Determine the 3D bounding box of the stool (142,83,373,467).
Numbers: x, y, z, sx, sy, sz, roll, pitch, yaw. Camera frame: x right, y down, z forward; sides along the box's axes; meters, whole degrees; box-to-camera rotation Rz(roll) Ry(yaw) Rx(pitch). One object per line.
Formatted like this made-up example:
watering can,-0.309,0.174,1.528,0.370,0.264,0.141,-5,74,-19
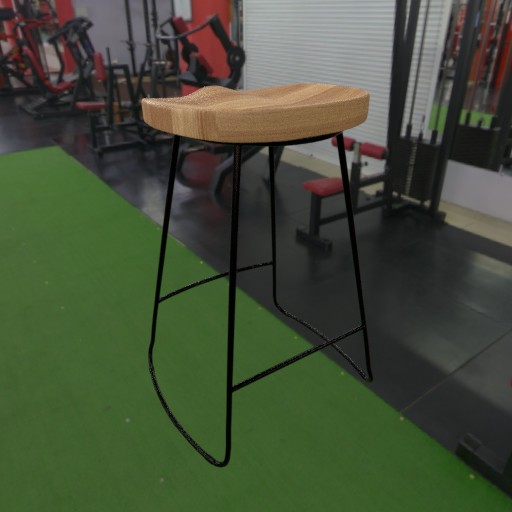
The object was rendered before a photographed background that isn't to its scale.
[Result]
stool,0.000,0.000,0.956,0.480,0.679,0.401,-18,33,-29
